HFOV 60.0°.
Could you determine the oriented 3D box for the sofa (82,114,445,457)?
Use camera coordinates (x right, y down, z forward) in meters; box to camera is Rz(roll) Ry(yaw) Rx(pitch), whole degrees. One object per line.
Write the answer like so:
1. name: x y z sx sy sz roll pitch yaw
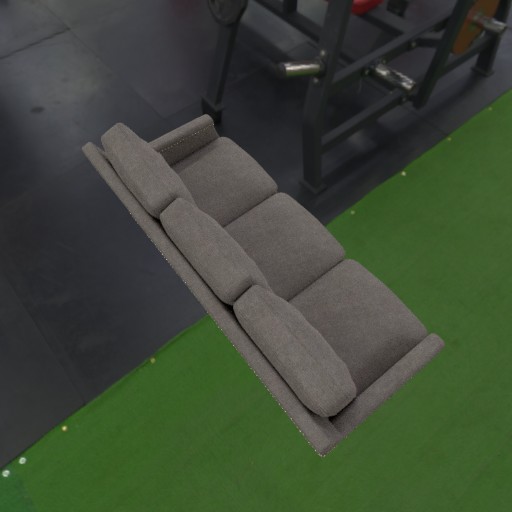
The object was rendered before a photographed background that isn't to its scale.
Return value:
1. sofa: 0.000 0.000 2.760 1.034 1.042 2.226 -34 64 -18
